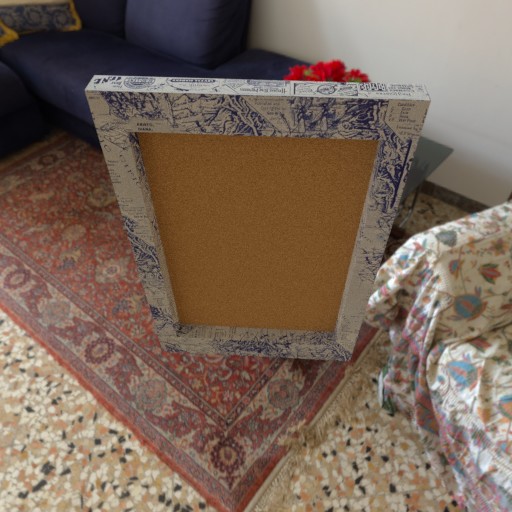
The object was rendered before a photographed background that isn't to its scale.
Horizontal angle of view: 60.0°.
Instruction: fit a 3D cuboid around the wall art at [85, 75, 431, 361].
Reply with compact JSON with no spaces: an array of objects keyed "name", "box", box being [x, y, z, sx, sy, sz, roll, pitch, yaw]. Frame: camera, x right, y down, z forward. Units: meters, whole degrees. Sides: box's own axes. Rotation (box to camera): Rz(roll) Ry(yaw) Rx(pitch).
[{"name":"wall art","box":[0.000,0.000,0.754,0.408,0.601,0.040,3,48,2]}]
